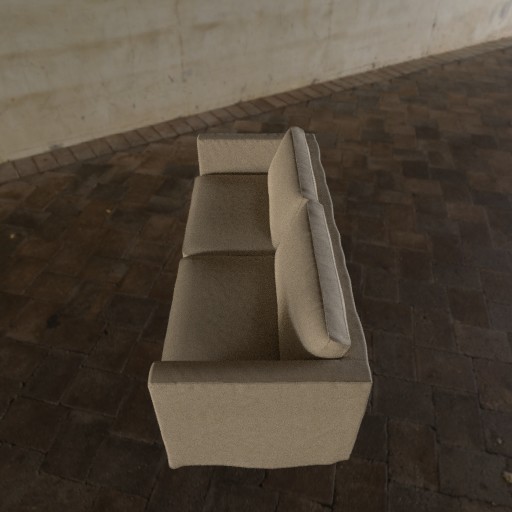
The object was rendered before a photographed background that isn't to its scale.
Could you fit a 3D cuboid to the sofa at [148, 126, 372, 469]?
[{"bbox_3d":[0.000,0.000,2.817,0.956,0.847,2.296,0,41,0],"label":"sofa"}]
